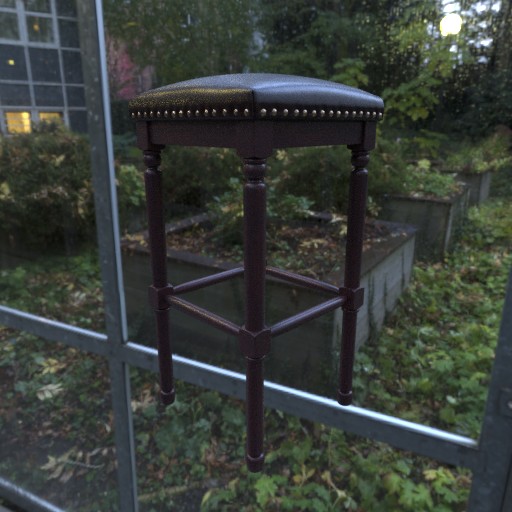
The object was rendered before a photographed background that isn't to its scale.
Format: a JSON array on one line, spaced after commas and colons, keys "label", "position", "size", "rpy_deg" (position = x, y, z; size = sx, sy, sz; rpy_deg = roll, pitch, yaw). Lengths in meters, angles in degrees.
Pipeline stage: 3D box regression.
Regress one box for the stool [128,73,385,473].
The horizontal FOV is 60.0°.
[{"label": "stool", "position": [0.000, 0.000, 1.010], "size": [0.383, 0.768, 0.382], "rpy_deg": [-16, 23, -42]}]
